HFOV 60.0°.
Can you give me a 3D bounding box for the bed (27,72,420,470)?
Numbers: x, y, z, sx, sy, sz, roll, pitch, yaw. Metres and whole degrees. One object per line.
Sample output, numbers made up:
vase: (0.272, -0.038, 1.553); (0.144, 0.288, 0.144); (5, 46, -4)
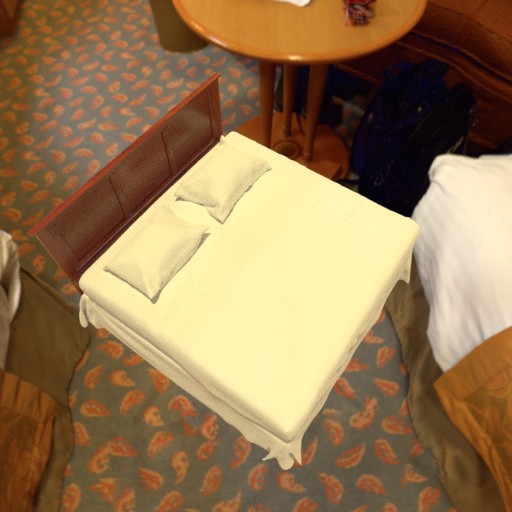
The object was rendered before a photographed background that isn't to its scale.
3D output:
bed: (0.000, 0.000, 3.532); (2.219, 1.271, 2.314); (31, 64, 17)
